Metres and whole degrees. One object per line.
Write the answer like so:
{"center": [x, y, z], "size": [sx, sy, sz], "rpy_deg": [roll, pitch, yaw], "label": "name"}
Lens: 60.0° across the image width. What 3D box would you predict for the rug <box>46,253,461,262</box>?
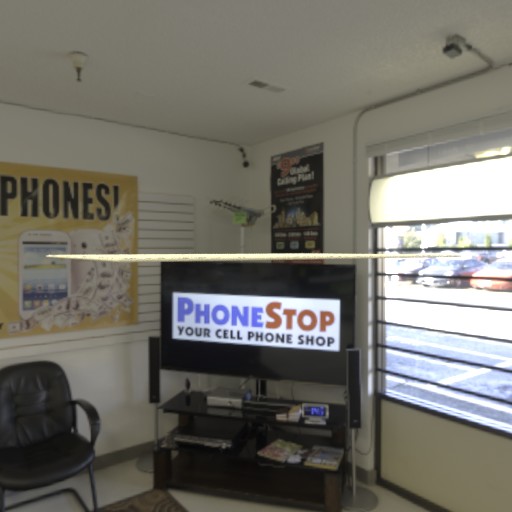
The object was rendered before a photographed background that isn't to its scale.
{"center": [0.000, 0.000, 3.508], "size": [2.746, 0.018, 1.819], "rpy_deg": [0, 1, -35], "label": "rug"}
